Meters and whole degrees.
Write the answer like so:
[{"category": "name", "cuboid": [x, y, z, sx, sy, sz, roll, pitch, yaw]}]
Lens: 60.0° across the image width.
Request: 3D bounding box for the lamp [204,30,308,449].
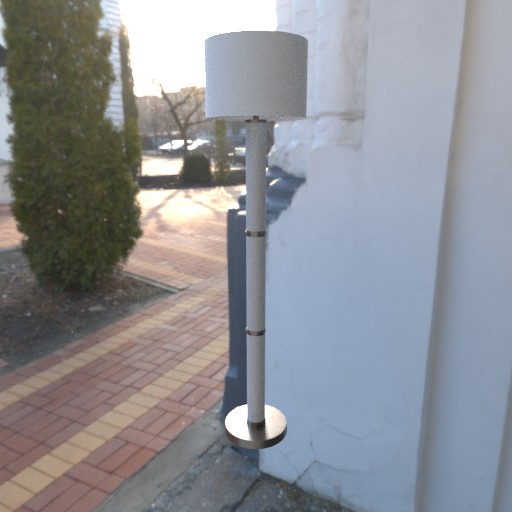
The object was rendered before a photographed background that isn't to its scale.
[{"category": "lamp", "cuboid": [0.000, 0.000, 1.795, 0.377, 1.599, 0.377, -13, 19, -43]}]
